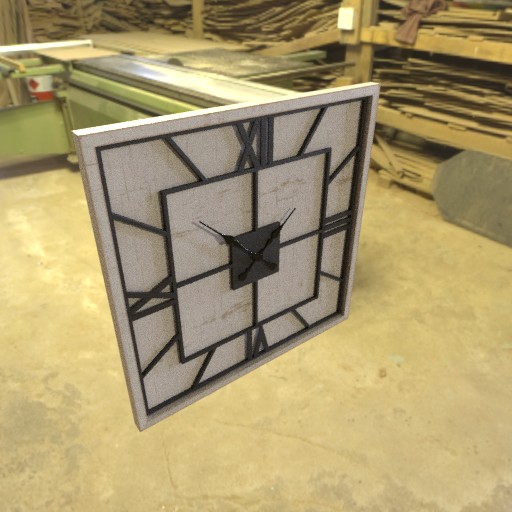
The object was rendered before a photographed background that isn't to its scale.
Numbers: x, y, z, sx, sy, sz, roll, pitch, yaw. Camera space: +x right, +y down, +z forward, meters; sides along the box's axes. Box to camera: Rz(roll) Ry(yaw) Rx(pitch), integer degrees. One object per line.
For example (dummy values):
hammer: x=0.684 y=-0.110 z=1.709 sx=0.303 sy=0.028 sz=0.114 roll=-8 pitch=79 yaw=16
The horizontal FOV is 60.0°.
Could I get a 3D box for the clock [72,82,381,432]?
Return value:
clock: x=0.000 y=0.000 z=1.054 sx=0.705 sy=0.705 sz=0.032 roll=-21 pitch=37 yaw=-31
